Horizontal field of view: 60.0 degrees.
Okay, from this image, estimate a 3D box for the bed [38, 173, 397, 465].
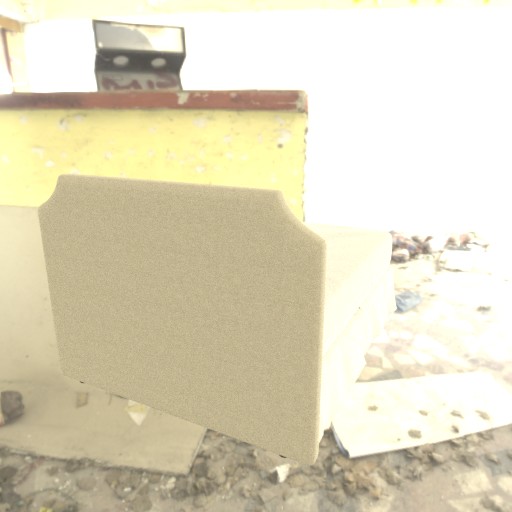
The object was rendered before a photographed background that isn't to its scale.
[{"bbox_3d":[0.000,0.000,3.121,1.693,1.290,2.116,9,19,26],"label":"bed"}]
